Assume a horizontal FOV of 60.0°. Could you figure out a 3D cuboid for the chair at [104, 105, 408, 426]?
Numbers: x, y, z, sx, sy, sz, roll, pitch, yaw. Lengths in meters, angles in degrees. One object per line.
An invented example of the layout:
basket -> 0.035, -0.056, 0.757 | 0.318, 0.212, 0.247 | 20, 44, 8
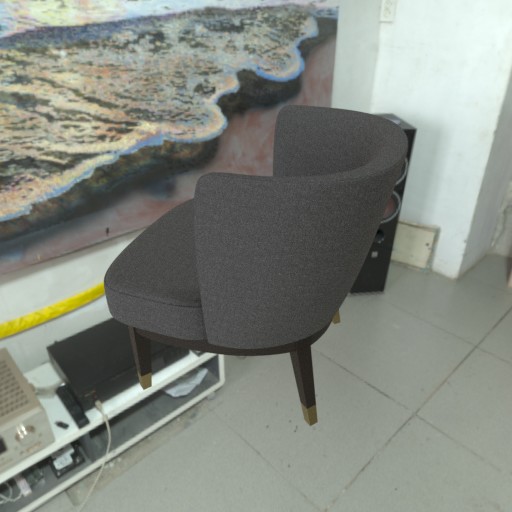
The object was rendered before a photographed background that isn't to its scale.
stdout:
chair -> 0.000, 0.000, 1.232 | 0.698, 0.695, 0.639 | 9, 32, 15
